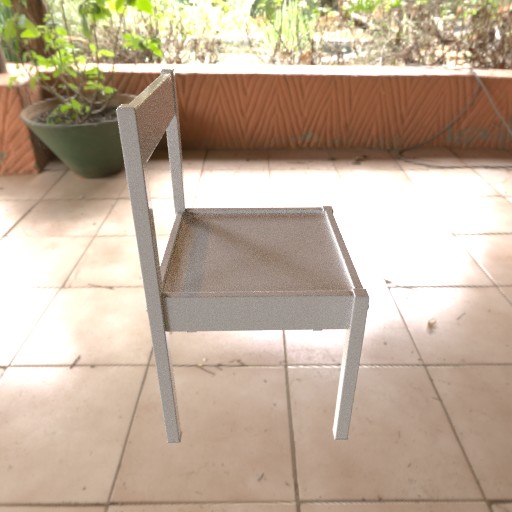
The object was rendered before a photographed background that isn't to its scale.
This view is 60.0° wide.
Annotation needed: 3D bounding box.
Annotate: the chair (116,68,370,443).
[{"bbox_3d":[0.000,0.000,0.687,0.285,0.505,0.285,-1,30,-1],"label":"chair"}]
